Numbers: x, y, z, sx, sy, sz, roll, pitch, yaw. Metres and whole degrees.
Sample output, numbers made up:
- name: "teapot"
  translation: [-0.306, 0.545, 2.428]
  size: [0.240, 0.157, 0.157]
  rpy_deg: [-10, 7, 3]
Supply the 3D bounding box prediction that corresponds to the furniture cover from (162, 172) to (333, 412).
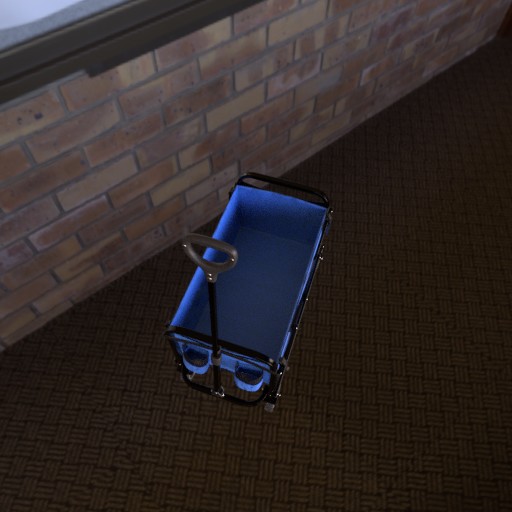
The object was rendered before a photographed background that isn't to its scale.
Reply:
- name: "furniture cover"
  translation: [0.000, 0.000, 1.859]
  size: [0.532, 1.295, 1.038]
  rpy_deg: [16, 59, 10]
